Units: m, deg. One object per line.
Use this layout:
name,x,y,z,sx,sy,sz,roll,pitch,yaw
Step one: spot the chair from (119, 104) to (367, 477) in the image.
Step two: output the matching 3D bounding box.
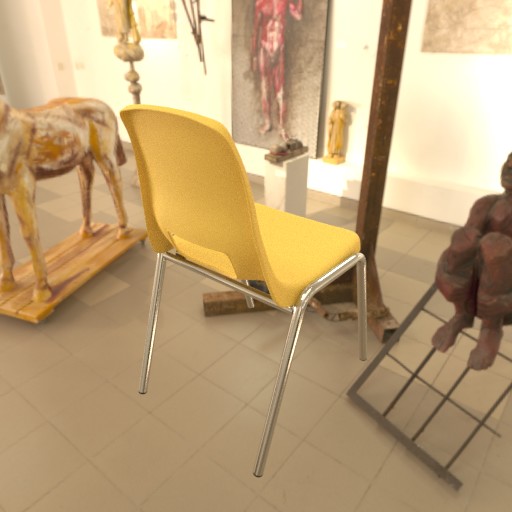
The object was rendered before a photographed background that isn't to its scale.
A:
chair,0.000,0.000,0.918,0.381,0.653,0.436,21,35,33
